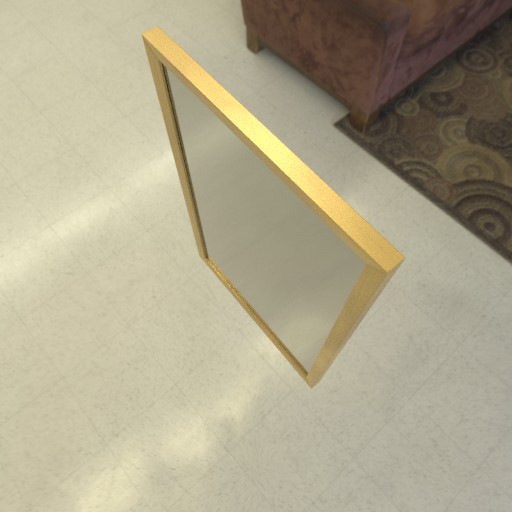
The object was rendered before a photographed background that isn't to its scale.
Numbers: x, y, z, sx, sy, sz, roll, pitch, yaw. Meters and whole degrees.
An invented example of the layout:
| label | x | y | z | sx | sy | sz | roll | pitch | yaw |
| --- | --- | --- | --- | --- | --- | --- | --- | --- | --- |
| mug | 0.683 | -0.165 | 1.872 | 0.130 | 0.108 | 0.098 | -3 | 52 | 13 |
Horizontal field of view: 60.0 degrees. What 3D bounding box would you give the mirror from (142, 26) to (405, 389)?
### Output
| label | x | y | z | sx | sy | sz | roll | pitch | yaw |
| --- | --- | --- | --- | --- | --- | --- | --- | --- | --- |
| mirror | 0.000 | 0.000 | 1.114 | 0.040 | 0.915 | 0.609 | -36 | 69 | -16 |
